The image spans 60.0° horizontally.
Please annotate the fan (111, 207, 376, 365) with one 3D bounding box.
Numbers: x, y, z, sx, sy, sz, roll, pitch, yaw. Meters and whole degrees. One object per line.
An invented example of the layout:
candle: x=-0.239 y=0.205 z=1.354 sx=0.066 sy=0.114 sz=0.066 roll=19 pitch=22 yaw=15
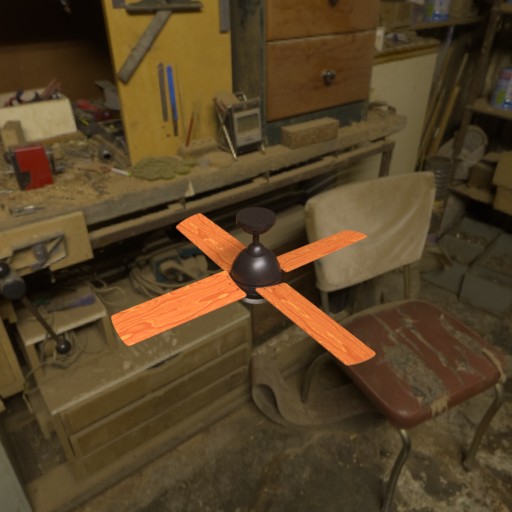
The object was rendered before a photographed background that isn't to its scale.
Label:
fan: x=0.000 y=0.000 z=1.990 sx=1.332 sy=0.403 sz=1.332 roll=-21 pitch=38 yaw=-29
